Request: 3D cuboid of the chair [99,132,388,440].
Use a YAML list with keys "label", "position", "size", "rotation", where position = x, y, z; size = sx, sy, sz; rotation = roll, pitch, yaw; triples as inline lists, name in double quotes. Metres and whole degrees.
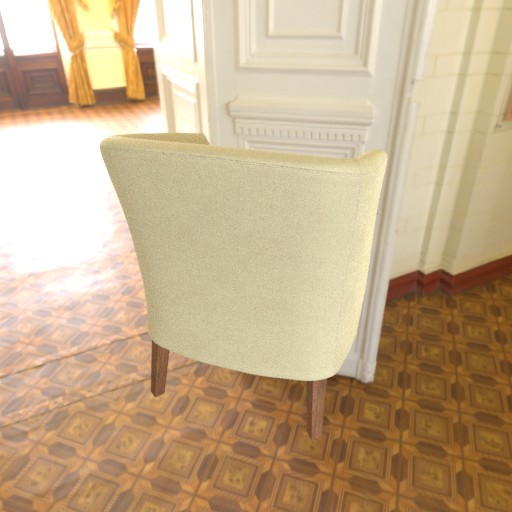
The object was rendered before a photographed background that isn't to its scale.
- label: "chair"
  position: [0.000, 0.000, 1.300]
  size: [0.643, 0.822, 0.657]
  rotation: [9, 32, 15]
